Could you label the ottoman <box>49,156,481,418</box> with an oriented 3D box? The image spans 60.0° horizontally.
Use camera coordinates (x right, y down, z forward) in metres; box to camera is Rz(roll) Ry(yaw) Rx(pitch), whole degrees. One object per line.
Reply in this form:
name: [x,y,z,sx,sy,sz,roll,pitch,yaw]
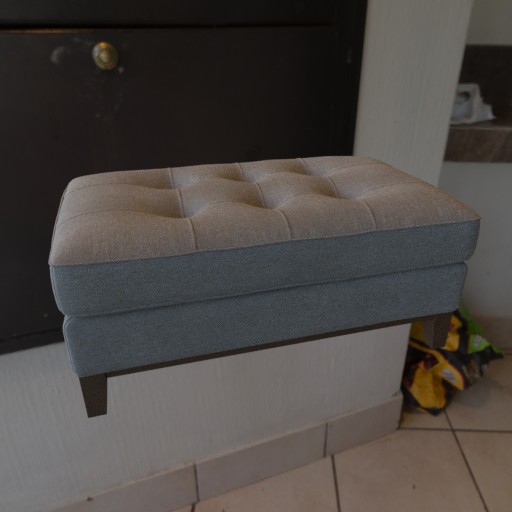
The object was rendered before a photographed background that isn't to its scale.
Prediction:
ottoman: [0.000,0.000,1.433,1.143,0.514,0.648,-7,28,-14]
